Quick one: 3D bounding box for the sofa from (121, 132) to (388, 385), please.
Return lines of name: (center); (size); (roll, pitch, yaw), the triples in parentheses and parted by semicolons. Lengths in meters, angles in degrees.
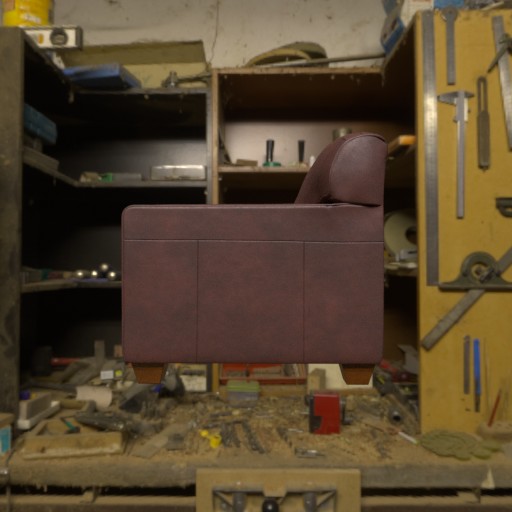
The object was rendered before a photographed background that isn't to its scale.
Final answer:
sofa: (0.000, 0.000, 2.586); (1.008, 0.953, 2.039); (0, 0, 1)
